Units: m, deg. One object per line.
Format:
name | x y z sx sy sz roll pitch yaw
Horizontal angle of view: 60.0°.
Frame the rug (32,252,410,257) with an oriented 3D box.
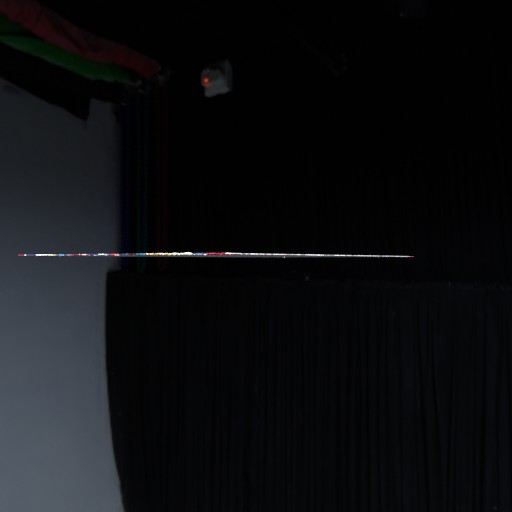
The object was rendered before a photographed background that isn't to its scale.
rug | 0.000 0.000 2.984 1.465 0.012 2.465 0 0 34
